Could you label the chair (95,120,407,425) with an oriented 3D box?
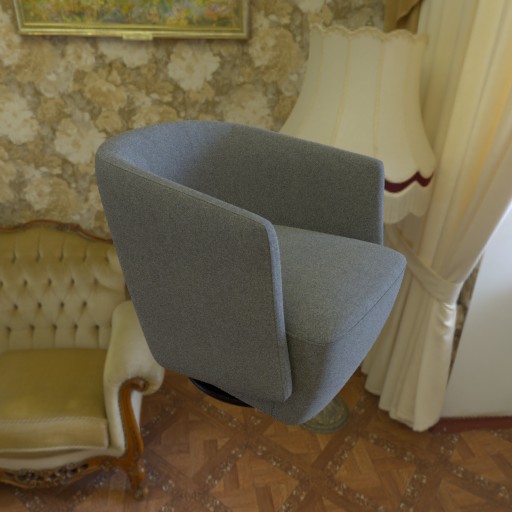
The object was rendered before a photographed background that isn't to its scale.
[{"bbox_3d":[0.000,0.000,1.634,0.986,0.861,0.822,17,31,31],"label":"chair"}]
